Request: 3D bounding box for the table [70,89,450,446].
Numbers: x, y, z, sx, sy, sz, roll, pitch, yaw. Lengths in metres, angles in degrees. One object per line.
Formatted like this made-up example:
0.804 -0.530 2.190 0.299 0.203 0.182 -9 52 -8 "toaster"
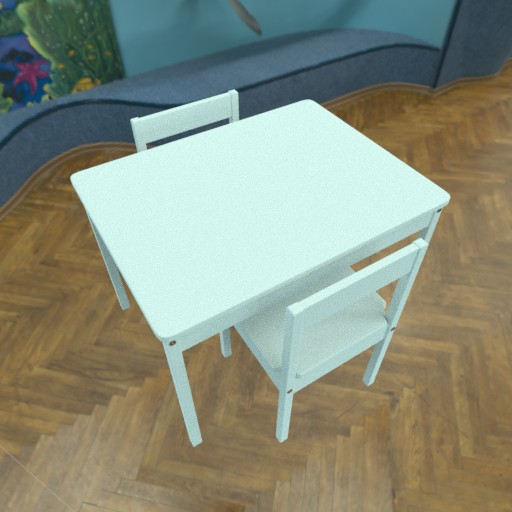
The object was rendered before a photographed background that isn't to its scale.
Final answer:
0.000 0.000 1.088 0.650 0.503 0.672 -24 51 -21 "table"
